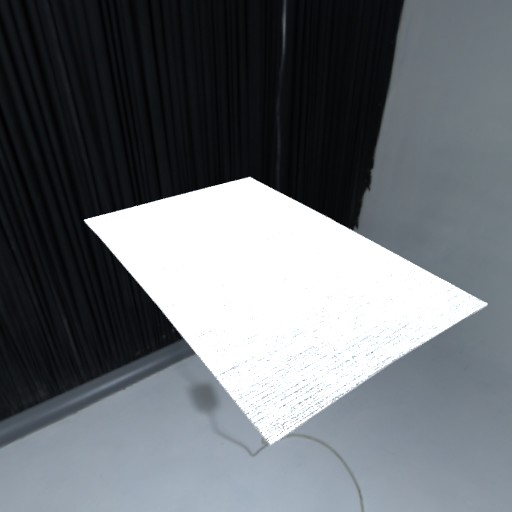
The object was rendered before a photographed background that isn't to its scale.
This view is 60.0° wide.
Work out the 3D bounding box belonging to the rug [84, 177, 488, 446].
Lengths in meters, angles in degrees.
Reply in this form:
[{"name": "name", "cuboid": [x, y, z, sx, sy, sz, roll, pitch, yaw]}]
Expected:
[{"name": "rug", "cuboid": [0.000, 0.000, 2.185, 1.149, 0.021, 1.773, -20, 37, -29]}]
